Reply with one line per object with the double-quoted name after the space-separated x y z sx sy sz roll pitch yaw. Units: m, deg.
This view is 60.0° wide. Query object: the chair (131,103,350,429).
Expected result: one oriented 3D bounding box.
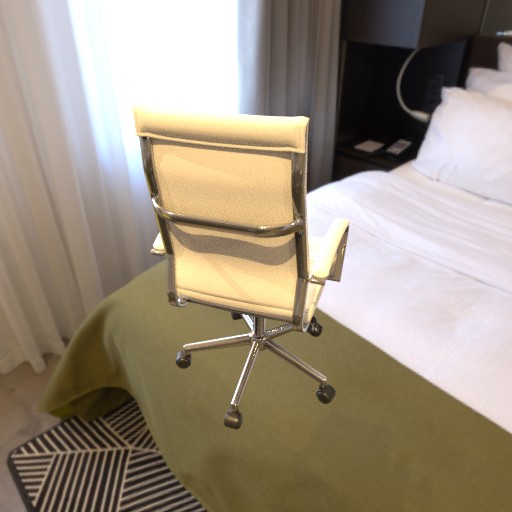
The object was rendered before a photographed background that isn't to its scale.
0.000 0.000 1.555 0.679 1.149 0.679 10 34 15 "chair"
